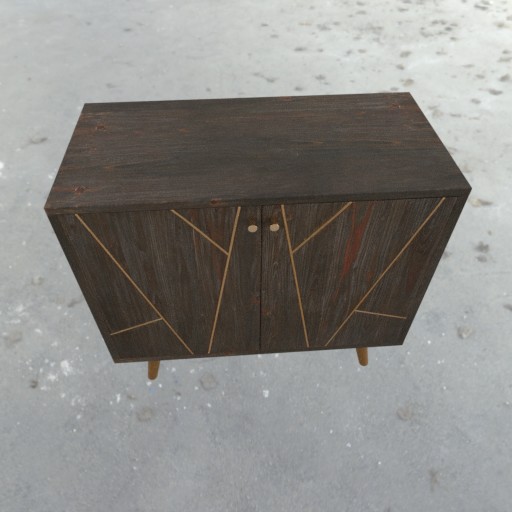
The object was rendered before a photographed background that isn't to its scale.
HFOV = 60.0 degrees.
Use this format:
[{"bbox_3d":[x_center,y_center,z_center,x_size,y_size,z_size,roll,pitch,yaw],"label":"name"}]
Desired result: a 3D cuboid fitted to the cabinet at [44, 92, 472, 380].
[{"bbox_3d":[0.000,0.000,1.538,1.023,0.897,0.529,-3,47,-3],"label":"cabinet"}]
